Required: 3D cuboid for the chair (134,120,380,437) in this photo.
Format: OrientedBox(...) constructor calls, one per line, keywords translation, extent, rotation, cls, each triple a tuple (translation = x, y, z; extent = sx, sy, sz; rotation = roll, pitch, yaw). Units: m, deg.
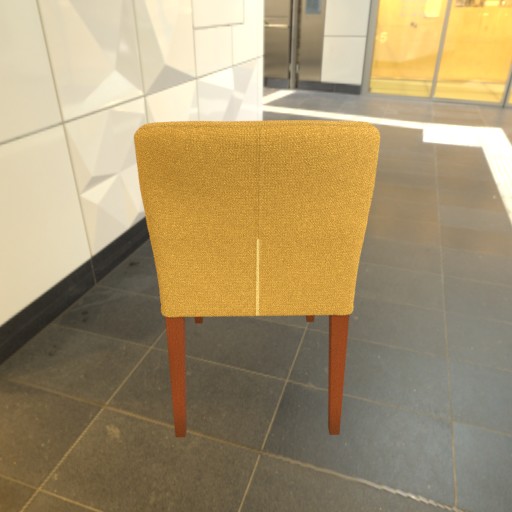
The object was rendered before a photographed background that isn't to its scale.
OrientedBox(translation=(0.000, 0.000, 1.197), extent=(0.491, 0.839, 0.589), rotation=(-1, 30, -1), cls="chair")
